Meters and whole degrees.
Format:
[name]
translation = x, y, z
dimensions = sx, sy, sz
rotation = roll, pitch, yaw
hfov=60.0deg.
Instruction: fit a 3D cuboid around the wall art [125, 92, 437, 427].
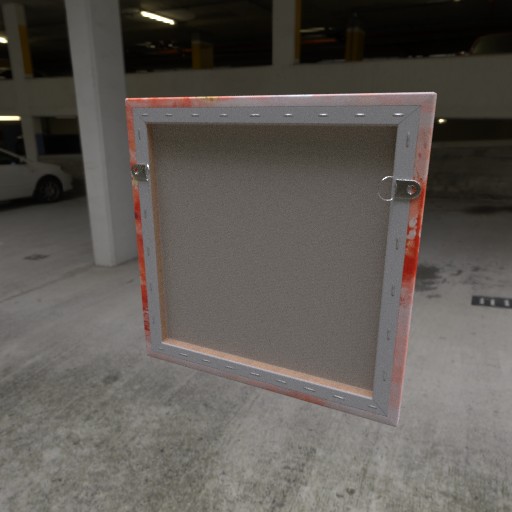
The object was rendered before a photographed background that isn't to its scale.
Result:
[wall art]
translation = 0.000, 0.000, 1.097
dimensions = 0.747, 0.746, 0.064
rotation = 8, 20, 25
